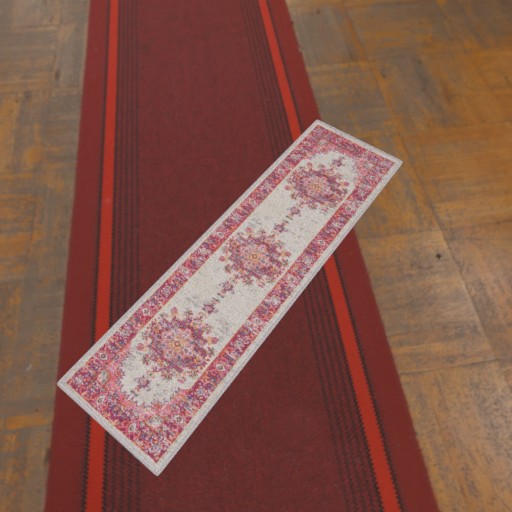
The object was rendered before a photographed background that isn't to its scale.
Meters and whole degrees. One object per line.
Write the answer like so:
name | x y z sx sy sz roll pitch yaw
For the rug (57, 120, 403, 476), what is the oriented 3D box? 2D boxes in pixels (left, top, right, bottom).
rug | 0.000 0.000 2.490 0.666 0.011 2.294 33 64 18
